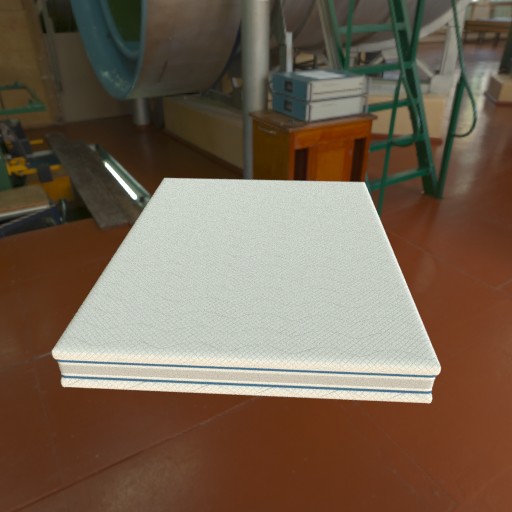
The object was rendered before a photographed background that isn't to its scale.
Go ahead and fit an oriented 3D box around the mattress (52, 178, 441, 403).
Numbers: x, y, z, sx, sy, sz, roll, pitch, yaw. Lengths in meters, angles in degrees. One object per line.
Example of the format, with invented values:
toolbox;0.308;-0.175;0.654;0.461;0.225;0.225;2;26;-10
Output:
mattress;0.000;0.000;2.714;1.600;0.230;2.000;2;31;3
